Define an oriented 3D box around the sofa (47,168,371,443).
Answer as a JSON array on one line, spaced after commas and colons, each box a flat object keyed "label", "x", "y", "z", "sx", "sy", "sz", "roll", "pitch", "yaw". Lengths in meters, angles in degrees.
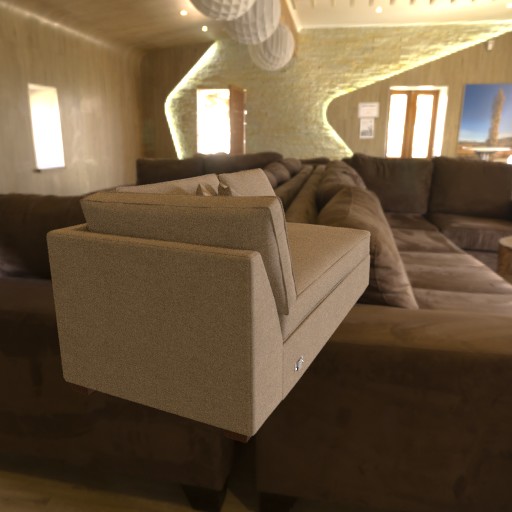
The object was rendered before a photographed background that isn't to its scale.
[{"label": "sofa", "x": 0.000, "y": 0.000, "z": 2.855, "sx": 1.110, "sy": 1.019, "sz": 2.238, "roll": 7, "pitch": 16, "yaw": 25}]
